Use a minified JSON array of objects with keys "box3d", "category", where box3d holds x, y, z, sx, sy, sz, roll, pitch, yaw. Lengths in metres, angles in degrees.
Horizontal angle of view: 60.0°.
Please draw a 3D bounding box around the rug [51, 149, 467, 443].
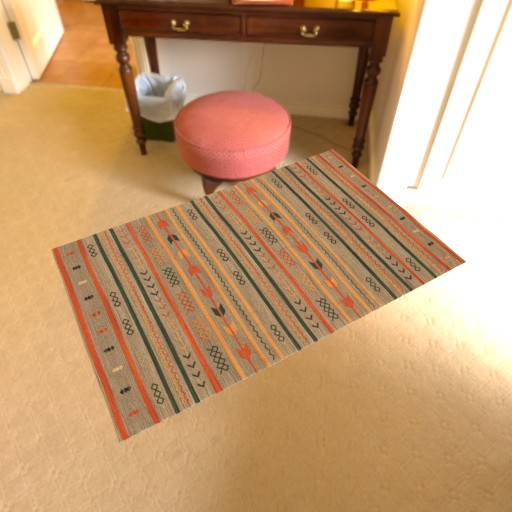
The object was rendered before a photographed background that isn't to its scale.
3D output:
[{"box3d":[0.000,0.000,3.063,2.439,0.029,1.537,-23,52,-19],"category":"rug"}]
